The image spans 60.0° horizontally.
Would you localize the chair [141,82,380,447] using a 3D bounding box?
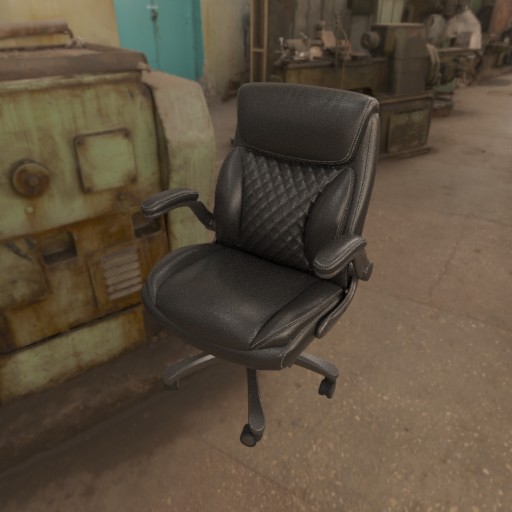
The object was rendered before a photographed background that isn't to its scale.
[{"bbox_3d":[0.000,0.000,1.627,0.782,1.110,0.724,19,35,29],"label":"chair"}]
